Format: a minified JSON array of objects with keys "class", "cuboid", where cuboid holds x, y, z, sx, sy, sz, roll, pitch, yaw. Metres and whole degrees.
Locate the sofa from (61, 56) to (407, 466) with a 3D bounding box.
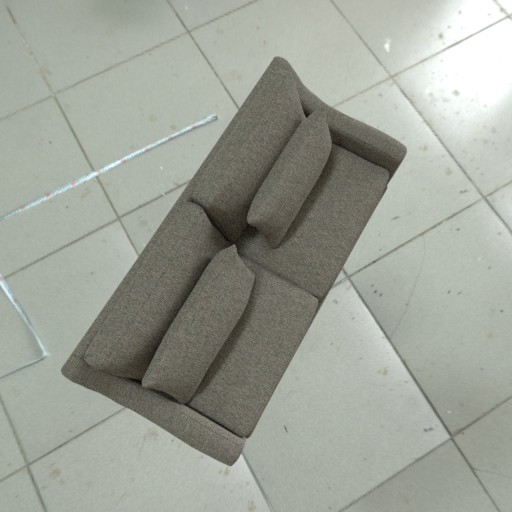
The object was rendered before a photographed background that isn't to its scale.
[{"class":"sofa","cuboid":[0.000,0.000,2.949,1.103,0.998,2.418,30,76,8]}]
